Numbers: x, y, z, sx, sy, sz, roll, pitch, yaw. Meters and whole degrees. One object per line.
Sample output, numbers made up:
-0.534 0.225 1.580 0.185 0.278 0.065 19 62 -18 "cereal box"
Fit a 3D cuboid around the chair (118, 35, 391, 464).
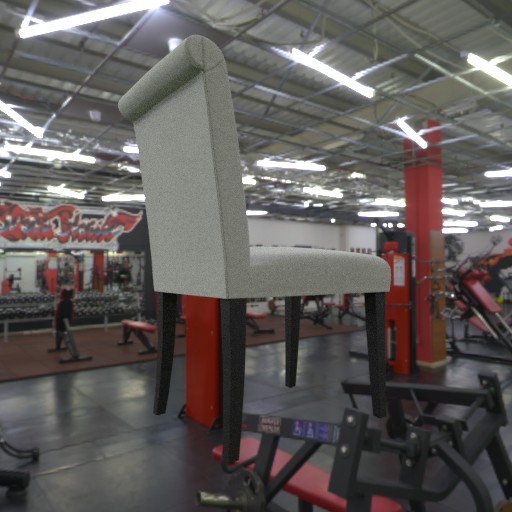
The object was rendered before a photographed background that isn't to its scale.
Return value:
0.000 0.000 1.337 0.708 0.976 0.452 1 -2 -36 "chair"
